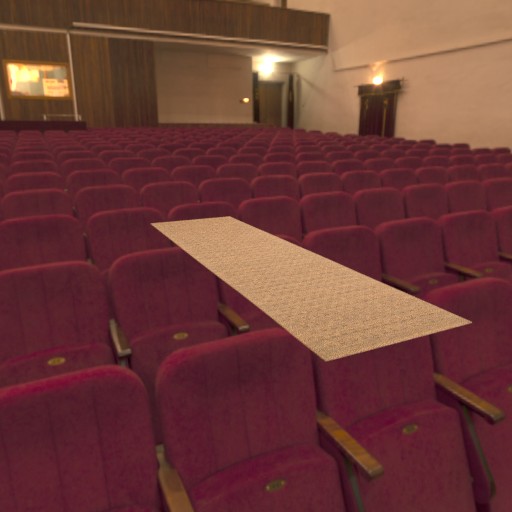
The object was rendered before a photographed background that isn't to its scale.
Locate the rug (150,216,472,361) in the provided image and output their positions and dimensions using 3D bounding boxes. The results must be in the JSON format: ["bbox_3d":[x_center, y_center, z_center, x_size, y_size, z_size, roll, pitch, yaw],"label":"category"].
[{"bbox_3d":[0.000,0.000,2.628,0.688,0.005,2.437,-8,17,-25],"label":"rug"}]
